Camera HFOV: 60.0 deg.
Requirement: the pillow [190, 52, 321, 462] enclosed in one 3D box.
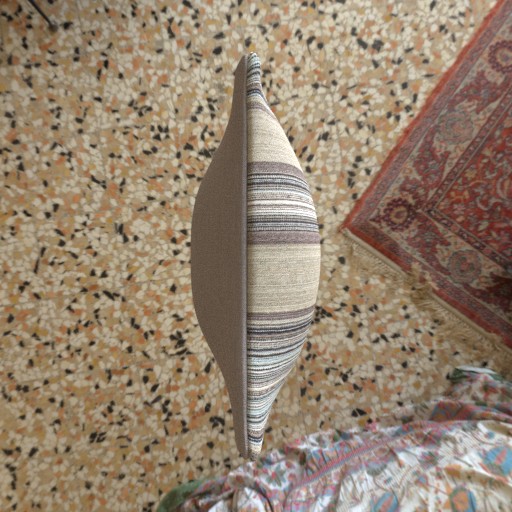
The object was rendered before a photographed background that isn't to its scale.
[{"bbox_3d":[0.000,0.000,0.666,0.189,0.416,0.435,0,91,0],"label":"pillow"}]
